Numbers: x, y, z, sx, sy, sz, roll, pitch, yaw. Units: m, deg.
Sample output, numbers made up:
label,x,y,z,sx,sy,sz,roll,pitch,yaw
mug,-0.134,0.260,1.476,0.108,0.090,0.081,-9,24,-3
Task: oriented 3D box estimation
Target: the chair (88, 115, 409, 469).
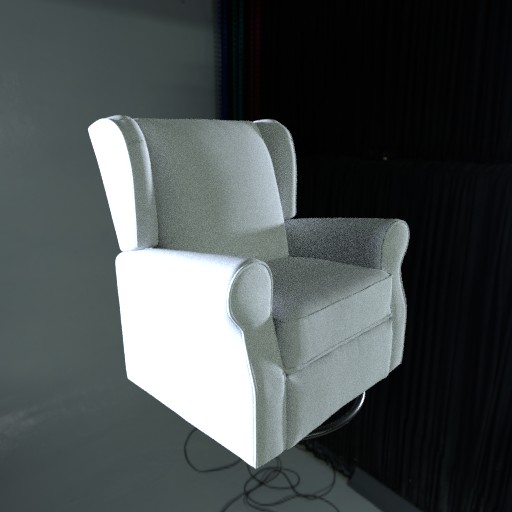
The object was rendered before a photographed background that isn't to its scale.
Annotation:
label,x,y,z,sx,sy,sz,roll,pitch,yaw
chair,0.000,0.000,1.602,0.854,0.967,0.906,15,22,43
